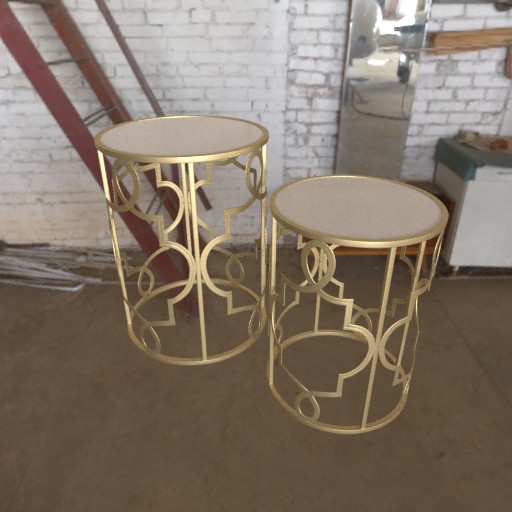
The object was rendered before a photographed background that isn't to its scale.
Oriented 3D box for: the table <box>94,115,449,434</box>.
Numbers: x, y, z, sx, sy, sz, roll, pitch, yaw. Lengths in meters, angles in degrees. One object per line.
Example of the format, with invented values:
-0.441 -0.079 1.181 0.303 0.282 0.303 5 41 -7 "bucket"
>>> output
0.000 0.000 1.126 0.846 0.564 0.420 18 34 29 "table"
